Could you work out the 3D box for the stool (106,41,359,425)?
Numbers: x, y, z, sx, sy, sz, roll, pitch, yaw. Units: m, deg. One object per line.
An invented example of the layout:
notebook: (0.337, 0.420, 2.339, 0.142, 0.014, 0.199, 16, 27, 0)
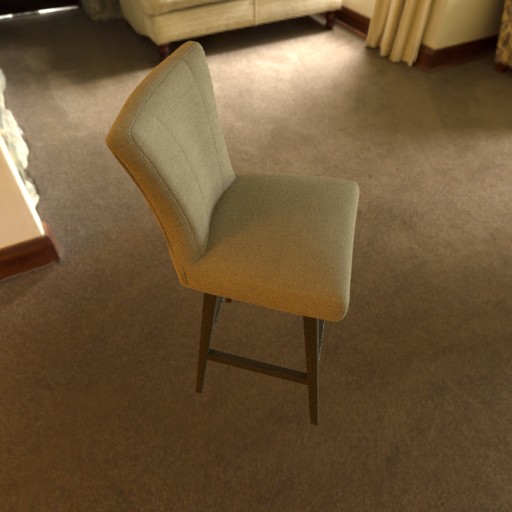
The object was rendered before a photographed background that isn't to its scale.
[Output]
stool: (0.000, 0.000, 1.386, 0.574, 1.086, 0.514, 9, 47, 9)
